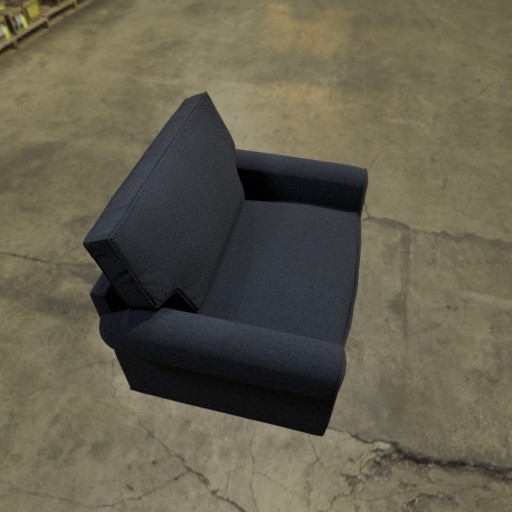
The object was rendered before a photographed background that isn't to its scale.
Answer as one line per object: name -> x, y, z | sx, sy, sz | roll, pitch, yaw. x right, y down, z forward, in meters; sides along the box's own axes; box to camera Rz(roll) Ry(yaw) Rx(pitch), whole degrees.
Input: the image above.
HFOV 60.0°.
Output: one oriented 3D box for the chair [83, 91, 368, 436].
chair -> 0.000, 0.000, 2.049 | 0.963, 1.044, 1.285 | 10, 48, 9
